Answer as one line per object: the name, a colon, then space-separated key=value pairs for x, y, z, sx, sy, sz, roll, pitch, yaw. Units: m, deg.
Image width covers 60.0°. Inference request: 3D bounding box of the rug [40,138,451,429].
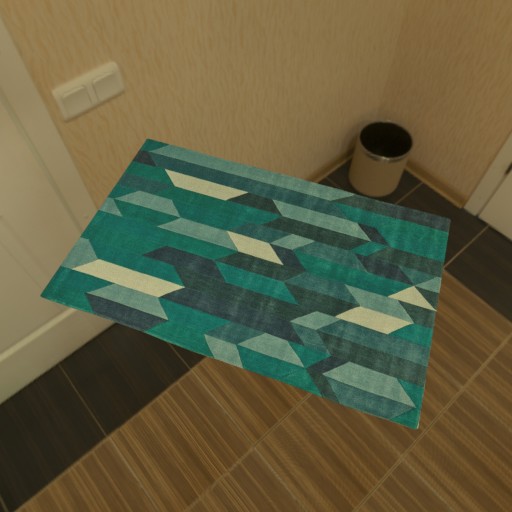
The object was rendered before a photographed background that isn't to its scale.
rug: x=0.000 y=0.000 z=3.016 sx=2.420 sy=0.005 sz=1.528 roll=17 pitch=60 yaw=10
